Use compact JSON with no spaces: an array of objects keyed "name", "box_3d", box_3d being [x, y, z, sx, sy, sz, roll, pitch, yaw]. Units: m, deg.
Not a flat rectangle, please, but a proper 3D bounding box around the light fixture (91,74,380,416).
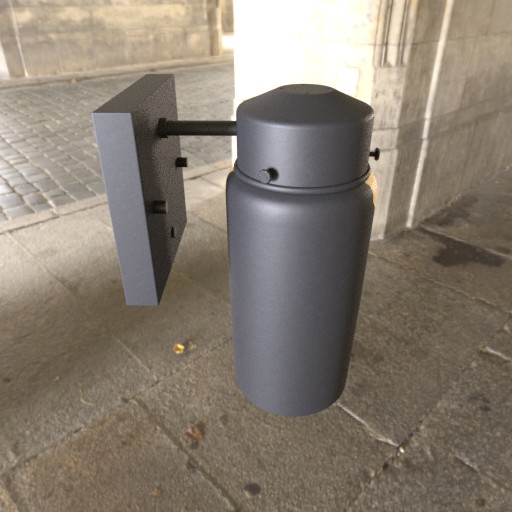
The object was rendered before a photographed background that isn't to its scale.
[{"name":"light fixture","box_3d":[0.000,0.000,0.358,0.176,0.257,0.130,0,31,1]}]
